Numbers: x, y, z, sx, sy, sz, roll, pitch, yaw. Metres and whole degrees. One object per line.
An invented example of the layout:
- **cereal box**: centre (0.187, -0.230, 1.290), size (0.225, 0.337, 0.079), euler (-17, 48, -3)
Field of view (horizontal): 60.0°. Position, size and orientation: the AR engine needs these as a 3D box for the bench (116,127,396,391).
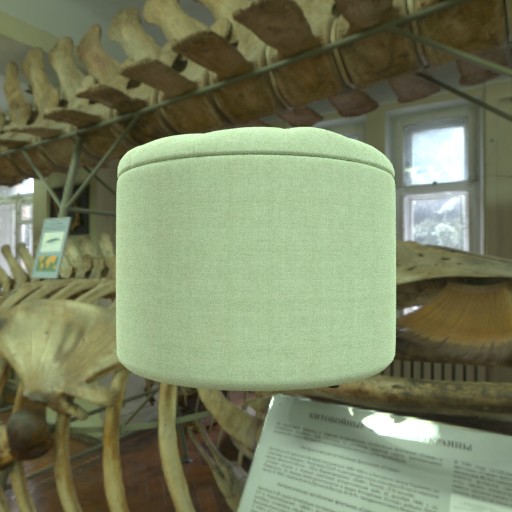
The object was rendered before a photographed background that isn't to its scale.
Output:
- **bench**: centre (0.000, 0.000, 0.996), size (0.600, 0.453, 0.600), euler (0, -1, 0)
